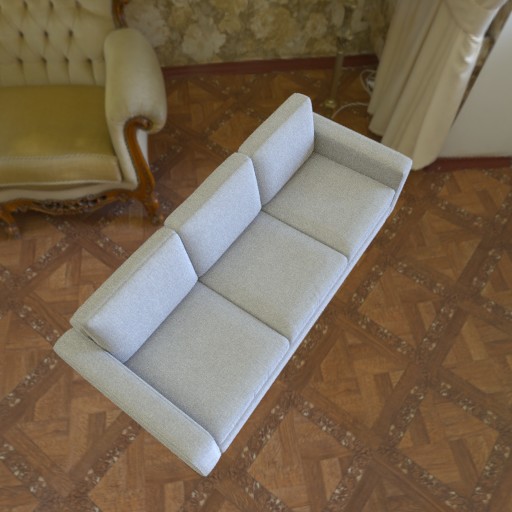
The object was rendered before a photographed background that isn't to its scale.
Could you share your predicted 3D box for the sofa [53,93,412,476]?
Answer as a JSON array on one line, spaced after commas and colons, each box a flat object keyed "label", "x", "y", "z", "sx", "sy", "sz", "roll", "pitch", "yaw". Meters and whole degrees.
[{"label": "sofa", "x": 0.000, "y": 0.000, "z": 2.541, "sx": 0.900, "sy": 0.800, "sz": 2.120, "roll": 32, "pitch": 64, "yaw": 18}]
